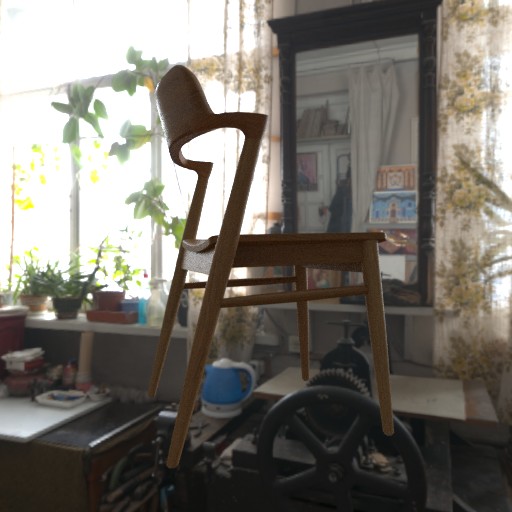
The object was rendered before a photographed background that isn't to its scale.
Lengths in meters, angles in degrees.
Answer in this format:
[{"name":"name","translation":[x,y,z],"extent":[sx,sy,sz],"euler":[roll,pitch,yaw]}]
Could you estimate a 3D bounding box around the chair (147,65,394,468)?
[{"name":"chair","translation":[0.000,0.000,1.114],"extent":[0.499,0.792,0.512],"euler":[0,1,-19]}]
